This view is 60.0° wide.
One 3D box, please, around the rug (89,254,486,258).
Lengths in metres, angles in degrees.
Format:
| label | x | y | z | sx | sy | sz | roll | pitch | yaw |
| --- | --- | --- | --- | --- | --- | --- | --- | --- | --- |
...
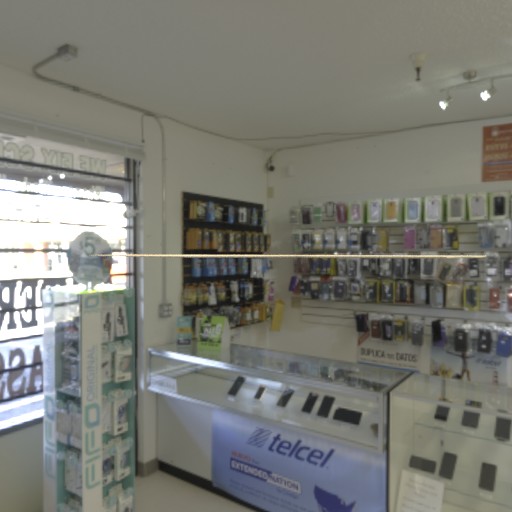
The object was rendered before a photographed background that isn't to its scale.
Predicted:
| label | x | y | z | sx | sy | sz | roll | pitch | yaw |
| --- | --- | --- | --- | --- | --- | --- | --- | --- | --- |
| rug | 0.000 | 0.000 | 2.748 | 2.442 | 0.016 | 0.770 | 0 | 0 | 38 |
